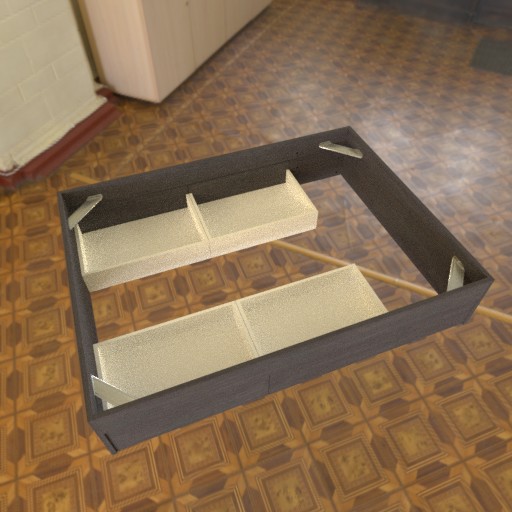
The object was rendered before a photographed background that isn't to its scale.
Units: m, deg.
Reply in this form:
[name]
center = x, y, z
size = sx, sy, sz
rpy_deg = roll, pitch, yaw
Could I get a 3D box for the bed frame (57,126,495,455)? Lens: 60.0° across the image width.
[bed frame]
center = 0.000, 0.000, 2.527
size = 1.944, 0.459, 1.448
rpy_deg = -16, 51, -14
